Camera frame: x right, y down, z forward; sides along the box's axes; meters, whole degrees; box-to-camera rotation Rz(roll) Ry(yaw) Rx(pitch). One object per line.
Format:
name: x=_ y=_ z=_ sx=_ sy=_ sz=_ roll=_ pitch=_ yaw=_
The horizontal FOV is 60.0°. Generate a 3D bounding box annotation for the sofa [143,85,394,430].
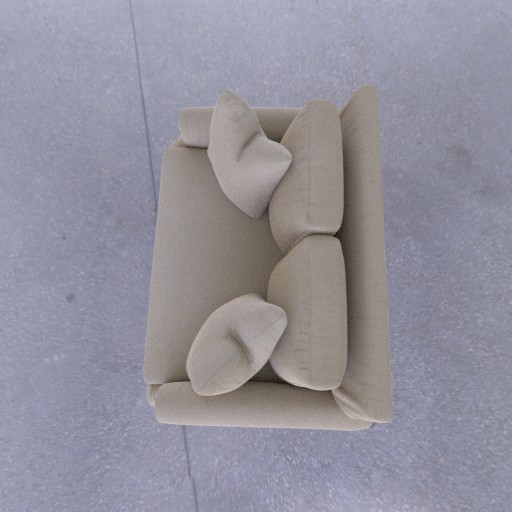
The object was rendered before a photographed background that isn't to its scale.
sofa: x=0.000 y=0.000 z=2.150 sx=1.070 sy=0.905 sz=1.550 roll=2 pitch=75 yaw=0
